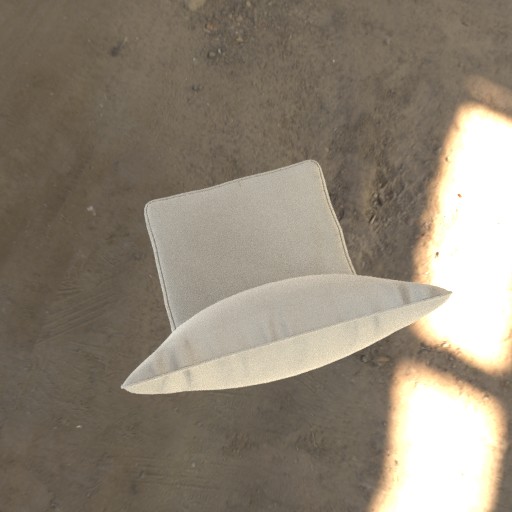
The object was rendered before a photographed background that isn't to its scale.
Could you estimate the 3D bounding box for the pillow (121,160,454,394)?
[{"bbox_3d":[0.000,0.000,1.369,0.798,0.716,0.733,-15,77,-4],"label":"pillow"}]
